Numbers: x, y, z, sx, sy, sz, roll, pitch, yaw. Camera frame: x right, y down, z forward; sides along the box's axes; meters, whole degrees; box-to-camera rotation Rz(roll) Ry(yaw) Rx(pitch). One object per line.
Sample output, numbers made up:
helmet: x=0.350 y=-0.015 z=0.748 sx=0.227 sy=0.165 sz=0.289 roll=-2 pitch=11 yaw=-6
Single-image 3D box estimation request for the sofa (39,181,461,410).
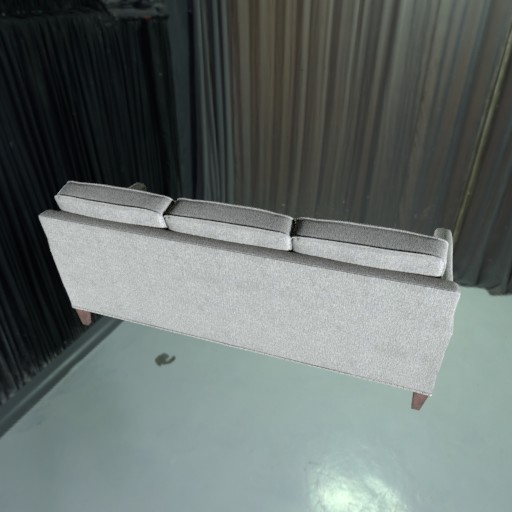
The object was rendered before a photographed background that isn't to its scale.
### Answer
sofa: x=0.000 y=0.000 z=2.731 sx=2.246 sy=1.003 sz=1.084 roll=10 pitch=34 yaw=16
